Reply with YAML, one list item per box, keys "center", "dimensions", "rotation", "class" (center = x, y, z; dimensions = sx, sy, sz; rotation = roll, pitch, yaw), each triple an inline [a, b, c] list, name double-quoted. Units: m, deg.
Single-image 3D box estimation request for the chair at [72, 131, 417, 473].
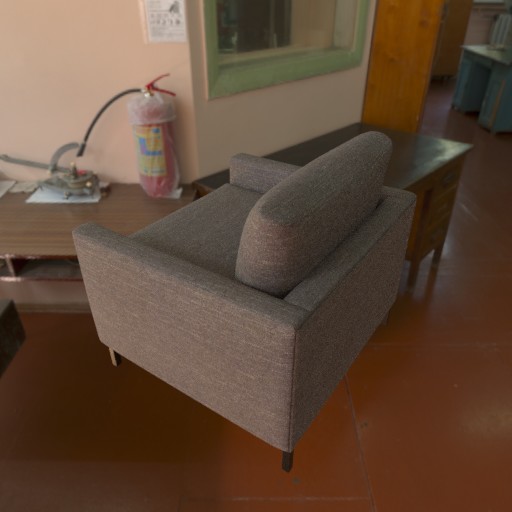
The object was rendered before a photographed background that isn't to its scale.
- center: [0.000, 0.000, 1.624]
  dimensions: [0.845, 0.841, 0.940]
  rotation: [20, 37, 29]
  class: "chair"
